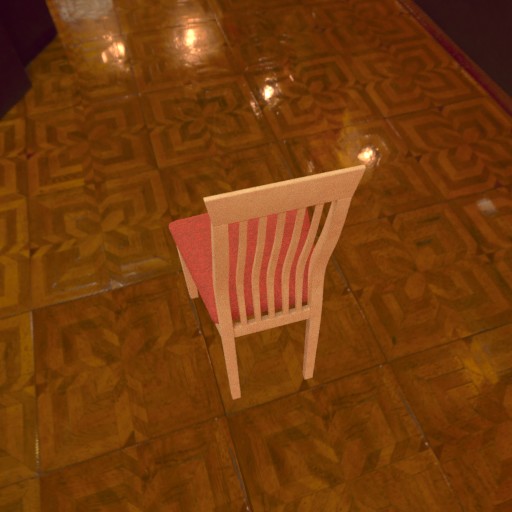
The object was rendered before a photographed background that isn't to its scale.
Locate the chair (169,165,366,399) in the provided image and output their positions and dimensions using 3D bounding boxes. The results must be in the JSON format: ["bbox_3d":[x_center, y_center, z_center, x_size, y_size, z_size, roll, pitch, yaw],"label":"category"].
[{"bbox_3d":[0.000,0.000,1.288,0.460,1.027,0.474,-13,57,-9],"label":"chair"}]
